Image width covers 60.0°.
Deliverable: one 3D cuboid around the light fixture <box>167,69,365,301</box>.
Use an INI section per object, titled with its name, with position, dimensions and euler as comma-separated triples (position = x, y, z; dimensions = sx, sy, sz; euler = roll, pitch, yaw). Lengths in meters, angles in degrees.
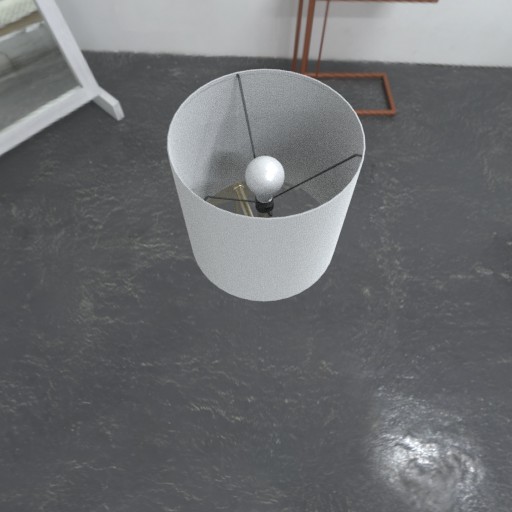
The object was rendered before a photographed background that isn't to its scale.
[light fixture]
position = 0.000, 0.000, 0.695
dimensions = 0.188, 0.589, 0.248
euler = -16, 63, -9
